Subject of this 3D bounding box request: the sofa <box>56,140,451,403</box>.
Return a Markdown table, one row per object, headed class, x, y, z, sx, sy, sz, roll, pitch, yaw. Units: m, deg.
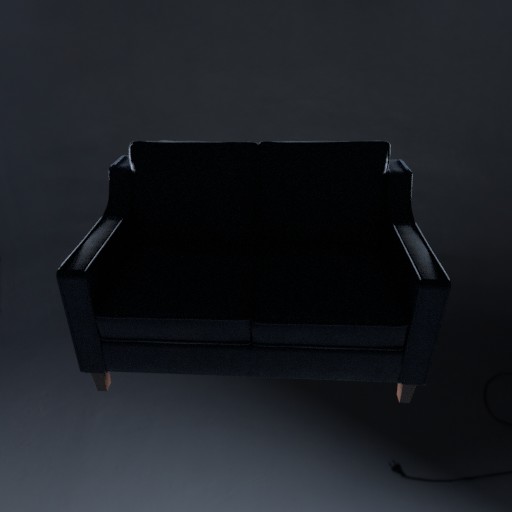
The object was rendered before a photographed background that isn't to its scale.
| class | x | y | z | sx | sy | sz | roll | pitch | yaw |
| --- | --- | --- | --- | --- | --- | --- | --- | --- | --- |
| sofa | 0.000 | 0.000 | 2.148 | 1.501 | 0.971 | 0.987 | 1 | 30 | 2 |
